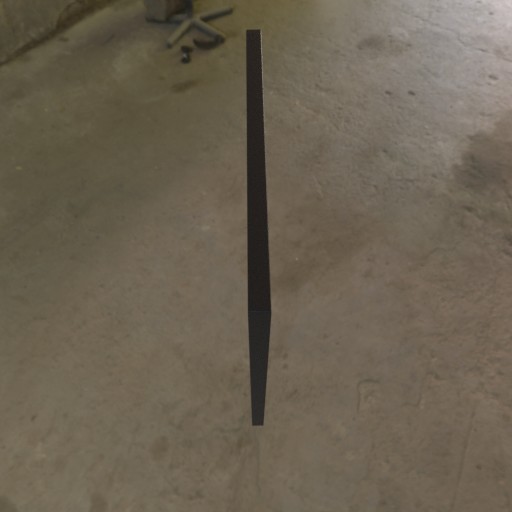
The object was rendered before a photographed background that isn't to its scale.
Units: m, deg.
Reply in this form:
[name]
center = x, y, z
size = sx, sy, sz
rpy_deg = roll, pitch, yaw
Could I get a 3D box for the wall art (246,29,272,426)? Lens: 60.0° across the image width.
[wall art]
center = 0.000, 0.000, 0.723
size = 0.021, 0.509, 0.430
rpy_deg = -1, 58, 0
